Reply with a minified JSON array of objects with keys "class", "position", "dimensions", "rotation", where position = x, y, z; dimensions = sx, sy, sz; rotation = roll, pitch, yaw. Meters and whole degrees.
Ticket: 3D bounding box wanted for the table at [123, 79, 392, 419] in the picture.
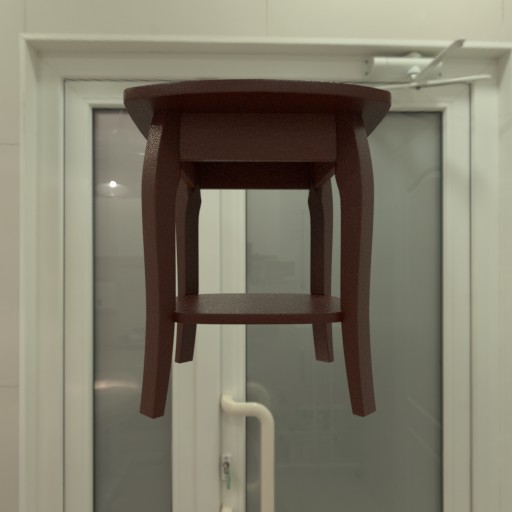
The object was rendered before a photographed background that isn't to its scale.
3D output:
[{"class":"table","position":[0.000,0.000,0.870],"dimensions":[0.433,0.496,0.502],"rotation":[0,0,-1]}]
